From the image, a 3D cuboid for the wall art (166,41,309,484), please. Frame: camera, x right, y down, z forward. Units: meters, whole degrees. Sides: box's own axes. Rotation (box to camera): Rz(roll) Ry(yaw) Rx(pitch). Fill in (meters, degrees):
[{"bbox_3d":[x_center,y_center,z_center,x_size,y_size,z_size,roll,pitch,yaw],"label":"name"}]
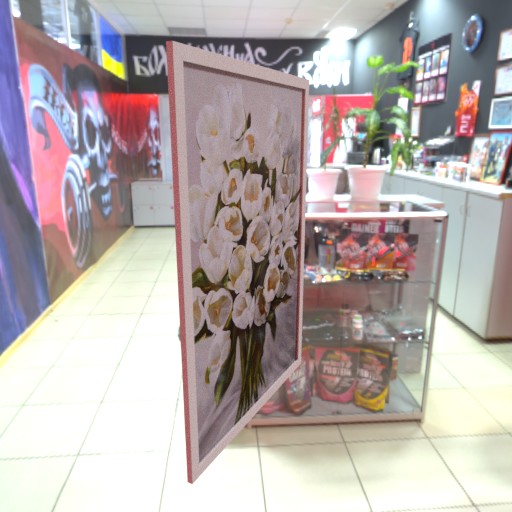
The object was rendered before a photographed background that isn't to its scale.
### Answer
[{"bbox_3d":[0.000,0.000,1.211,0.015,0.965,0.660,8,17,27],"label":"wall art"}]
